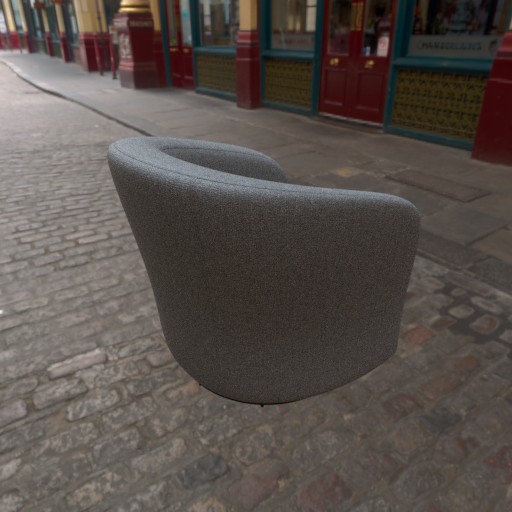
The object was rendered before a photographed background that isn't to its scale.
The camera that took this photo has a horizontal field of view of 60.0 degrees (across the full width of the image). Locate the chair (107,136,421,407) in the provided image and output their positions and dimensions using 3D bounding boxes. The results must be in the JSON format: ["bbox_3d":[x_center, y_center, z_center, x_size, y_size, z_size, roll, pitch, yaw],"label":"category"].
[{"bbox_3d":[0.000,0.000,1.440,0.815,0.771,0.791,-17,31,-31],"label":"chair"}]
